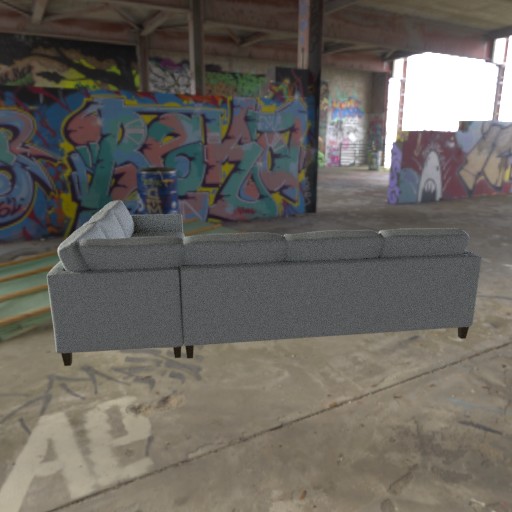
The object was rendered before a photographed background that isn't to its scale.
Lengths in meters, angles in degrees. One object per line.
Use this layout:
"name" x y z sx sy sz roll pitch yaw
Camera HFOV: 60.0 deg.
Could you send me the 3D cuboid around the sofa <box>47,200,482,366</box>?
"sofa" 0.000 0.000 4.517 3.333 0.934 2.522 -2 15 -8
